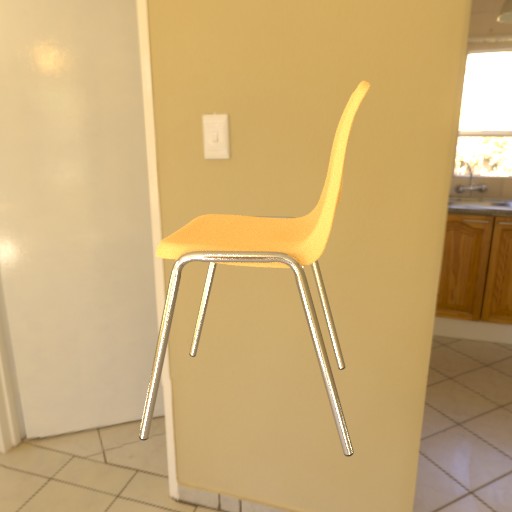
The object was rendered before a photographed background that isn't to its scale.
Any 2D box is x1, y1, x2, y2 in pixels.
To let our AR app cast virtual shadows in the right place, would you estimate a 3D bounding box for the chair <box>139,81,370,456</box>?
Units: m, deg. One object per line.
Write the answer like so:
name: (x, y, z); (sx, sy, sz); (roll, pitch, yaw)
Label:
chair: (0.000, 0.000, 0.969); (0.436, 0.704, 0.381); (2, 15, 8)
